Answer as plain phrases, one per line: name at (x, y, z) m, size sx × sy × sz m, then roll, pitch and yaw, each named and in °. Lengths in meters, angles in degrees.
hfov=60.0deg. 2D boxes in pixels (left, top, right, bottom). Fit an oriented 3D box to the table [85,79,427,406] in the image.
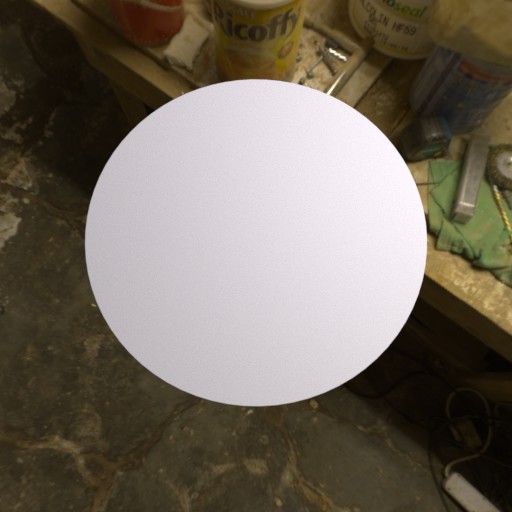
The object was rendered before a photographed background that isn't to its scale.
table at (0.000, 0.000, 0.976) m, size 0.600 × 0.405 × 0.600 m, roll 0°, pitch 75°, yaw 0°
